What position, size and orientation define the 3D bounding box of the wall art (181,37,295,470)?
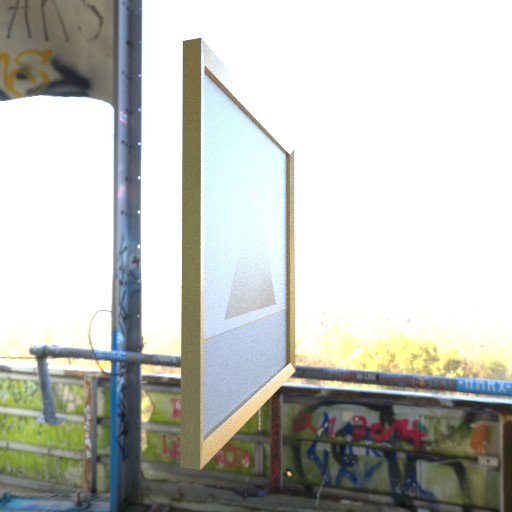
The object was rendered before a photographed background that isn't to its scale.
[{"bbox_3d":[0.000,0.000,2.918,0.097,1.936,1.935,0,-1,18],"label":"wall art"}]
